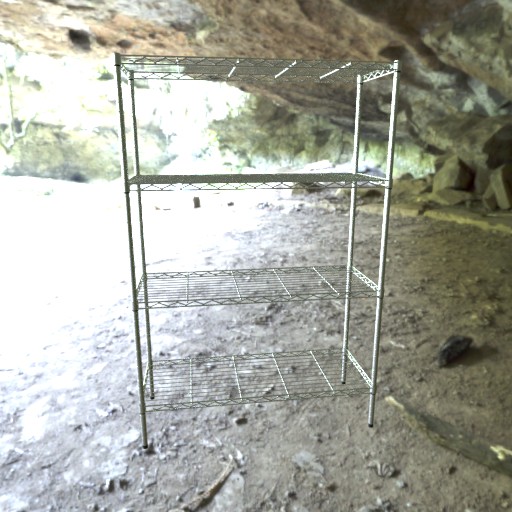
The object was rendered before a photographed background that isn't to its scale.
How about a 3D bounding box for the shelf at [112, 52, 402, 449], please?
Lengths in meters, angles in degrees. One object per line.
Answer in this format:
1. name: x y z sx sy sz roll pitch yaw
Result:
1. shelf: 0.000 0.000 1.700 0.907 1.360 0.352 -2 15 -8
